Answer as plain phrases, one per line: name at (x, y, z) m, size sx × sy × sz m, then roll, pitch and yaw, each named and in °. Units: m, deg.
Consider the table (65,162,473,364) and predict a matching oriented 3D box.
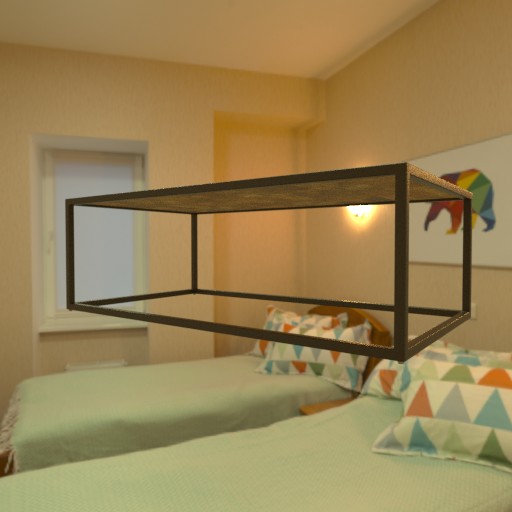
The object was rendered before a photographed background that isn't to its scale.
table at (0.000, 0.000, 1.479) m, size 1.199 × 0.398 × 0.649 m, roll 1°, pitch 2°, yaw 36°
